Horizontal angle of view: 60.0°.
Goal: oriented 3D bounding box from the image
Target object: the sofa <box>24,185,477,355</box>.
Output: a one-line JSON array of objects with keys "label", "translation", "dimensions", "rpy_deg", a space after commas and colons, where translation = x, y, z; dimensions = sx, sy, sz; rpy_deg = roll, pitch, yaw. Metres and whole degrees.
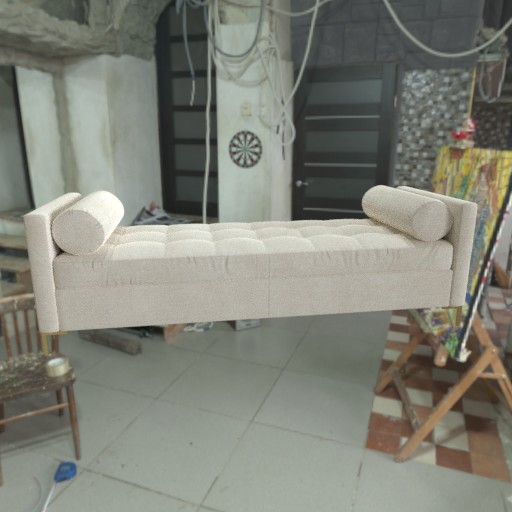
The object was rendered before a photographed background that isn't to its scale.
[{"label": "sofa", "translation": [0.000, 0.000, 2.301], "dimensions": [1.981, 0.635, 0.686], "rpy_deg": [-2, 16, -9]}]
